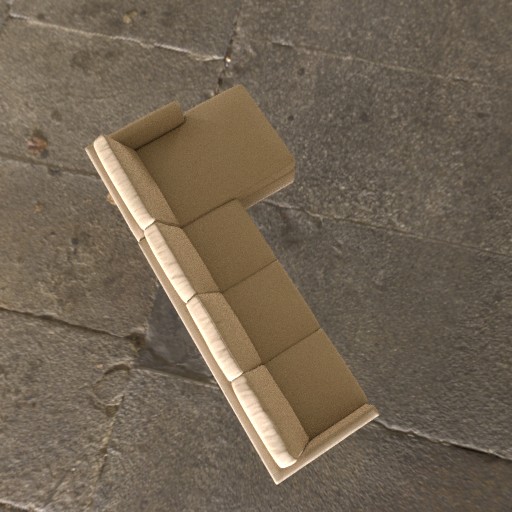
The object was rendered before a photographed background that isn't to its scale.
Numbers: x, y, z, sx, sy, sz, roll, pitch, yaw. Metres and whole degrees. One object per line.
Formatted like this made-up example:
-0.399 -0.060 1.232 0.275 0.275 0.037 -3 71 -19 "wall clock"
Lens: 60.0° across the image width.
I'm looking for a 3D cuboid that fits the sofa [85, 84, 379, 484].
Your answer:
0.000 0.000 3.892 1.622 0.871 3.206 -31 77 -8 "sofa"
